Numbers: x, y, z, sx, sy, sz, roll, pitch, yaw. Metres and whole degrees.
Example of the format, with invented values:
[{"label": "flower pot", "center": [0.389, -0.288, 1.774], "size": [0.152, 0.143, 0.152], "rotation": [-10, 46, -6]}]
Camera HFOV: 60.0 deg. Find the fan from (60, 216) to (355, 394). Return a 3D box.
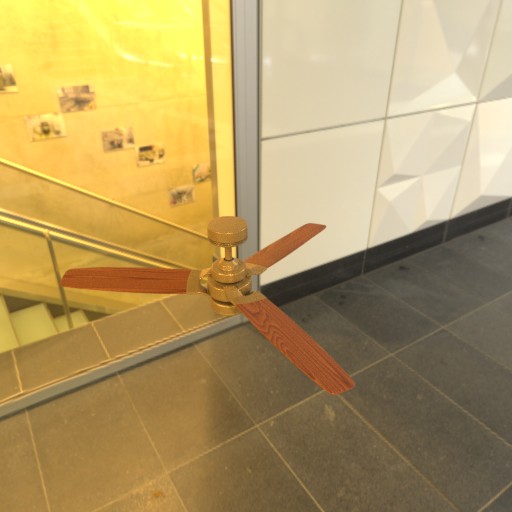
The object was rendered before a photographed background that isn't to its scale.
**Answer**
[{"label": "fan", "center": [0.000, 0.000, 2.081], "size": [1.416, 0.425, 1.271], "rotation": [21, 36, 32]}]
